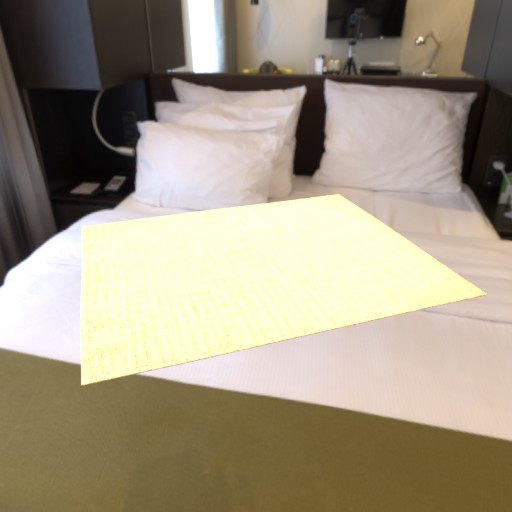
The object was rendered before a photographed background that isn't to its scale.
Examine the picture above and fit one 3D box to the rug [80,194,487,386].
[{"bbox_3d":[0.000,0.000,4.101,3.061,0.014,2.447,-9,29,-17],"label":"rug"}]
